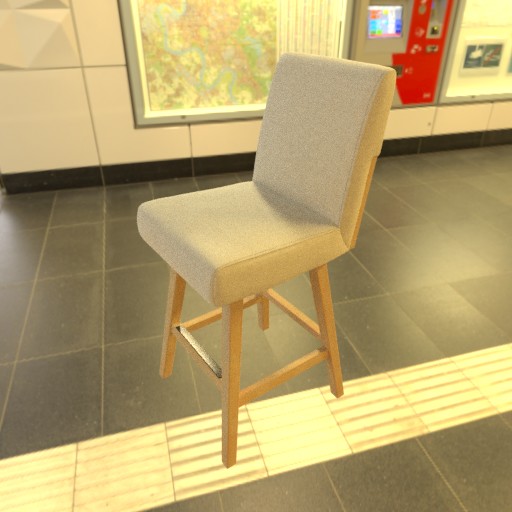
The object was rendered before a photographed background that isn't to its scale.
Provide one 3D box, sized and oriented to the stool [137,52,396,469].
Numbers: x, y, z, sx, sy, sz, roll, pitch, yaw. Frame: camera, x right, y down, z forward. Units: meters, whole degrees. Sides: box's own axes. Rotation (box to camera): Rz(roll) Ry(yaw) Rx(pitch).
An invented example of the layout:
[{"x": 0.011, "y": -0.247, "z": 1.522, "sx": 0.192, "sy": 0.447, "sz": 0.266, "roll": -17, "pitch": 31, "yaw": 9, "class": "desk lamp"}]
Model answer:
[{"x": 0.000, "y": 0.000, "z": 1.271, "sx": 0.543, "sy": 1.015, "sz": 0.446, "roll": -20, "pitch": 37, "yaw": -30, "class": "stool"}]
